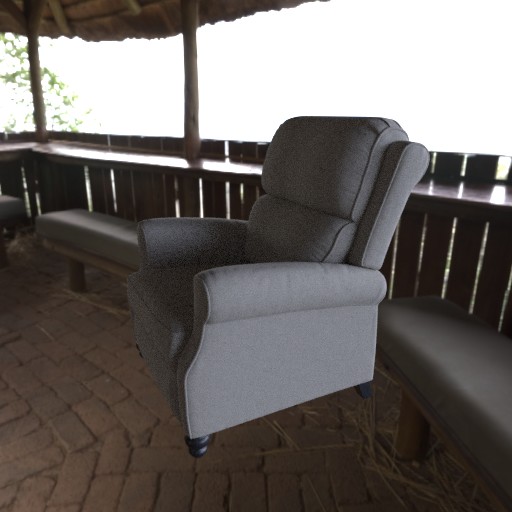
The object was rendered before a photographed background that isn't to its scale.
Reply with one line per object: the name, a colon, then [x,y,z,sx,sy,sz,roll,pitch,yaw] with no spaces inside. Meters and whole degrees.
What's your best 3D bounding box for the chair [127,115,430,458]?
chair: [0.000,0.000,1.740,0.919,1.046,0.859,-9,20,-26]
